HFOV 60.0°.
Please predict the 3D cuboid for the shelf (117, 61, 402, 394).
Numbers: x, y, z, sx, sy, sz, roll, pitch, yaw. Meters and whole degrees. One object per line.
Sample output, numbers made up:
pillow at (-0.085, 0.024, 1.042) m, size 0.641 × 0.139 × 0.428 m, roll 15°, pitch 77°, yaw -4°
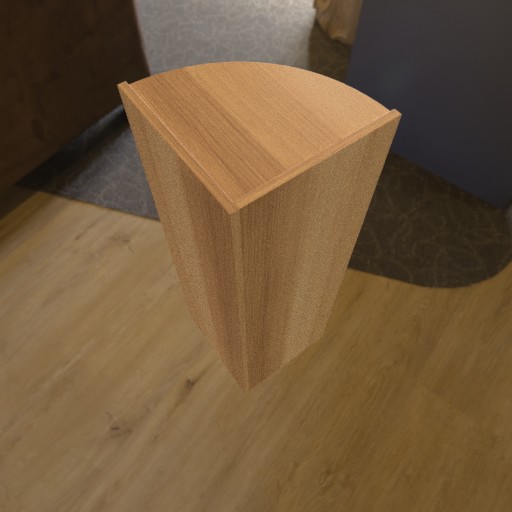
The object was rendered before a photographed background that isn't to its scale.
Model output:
shelf at (0.000, 0.000, 1.005) m, size 0.290 × 0.872 × 0.290 m, roll -32°, pitch 64°, yaw -18°
